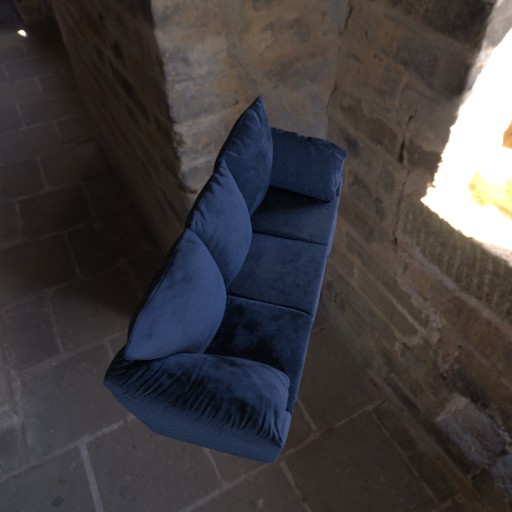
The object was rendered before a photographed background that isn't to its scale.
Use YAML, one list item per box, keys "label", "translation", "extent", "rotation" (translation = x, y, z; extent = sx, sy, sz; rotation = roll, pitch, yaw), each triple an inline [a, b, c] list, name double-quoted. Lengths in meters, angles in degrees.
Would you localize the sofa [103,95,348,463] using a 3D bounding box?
- label: "sofa"
  translation: [0.000, 0.000, 2.852]
  extent: [0.907, 1.091, 2.390]
  rotation: [11, 48, 10]
